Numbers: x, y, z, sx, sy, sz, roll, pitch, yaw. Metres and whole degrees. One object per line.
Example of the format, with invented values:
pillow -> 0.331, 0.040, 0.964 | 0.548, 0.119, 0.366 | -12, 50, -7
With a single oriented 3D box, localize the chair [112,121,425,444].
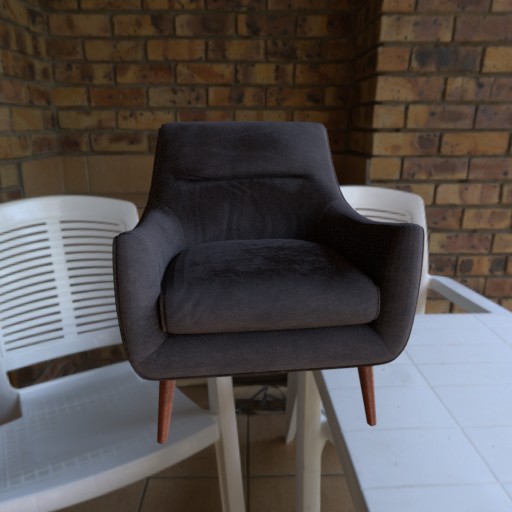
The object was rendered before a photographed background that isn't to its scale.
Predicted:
chair -> 0.000, 0.000, 1.429 | 0.762, 0.838, 0.787 | -2, 16, -7
